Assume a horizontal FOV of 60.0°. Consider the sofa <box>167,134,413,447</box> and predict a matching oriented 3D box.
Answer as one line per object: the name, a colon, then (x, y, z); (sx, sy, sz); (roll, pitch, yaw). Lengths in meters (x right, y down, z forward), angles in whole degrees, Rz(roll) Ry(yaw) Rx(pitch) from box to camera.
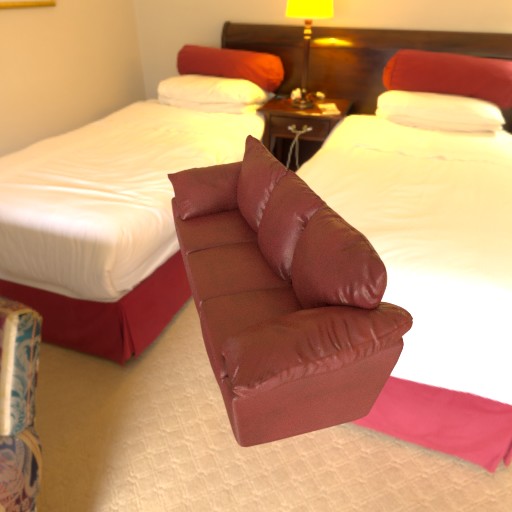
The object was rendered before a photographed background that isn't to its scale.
sofa: (0.000, 0.000, 2.949); (0.907, 1.091, 2.390); (-9, 33, -14)
